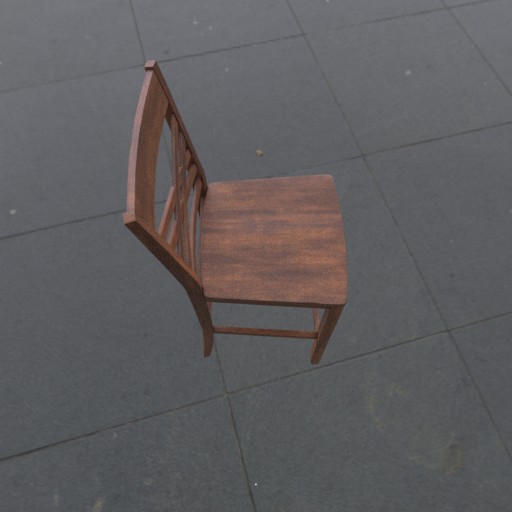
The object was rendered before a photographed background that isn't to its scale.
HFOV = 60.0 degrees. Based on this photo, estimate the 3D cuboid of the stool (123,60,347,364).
[{"bbox_3d":[0.000,0.000,1.376,0.504,1.098,0.426,-1,63,0],"label":"stool"}]
